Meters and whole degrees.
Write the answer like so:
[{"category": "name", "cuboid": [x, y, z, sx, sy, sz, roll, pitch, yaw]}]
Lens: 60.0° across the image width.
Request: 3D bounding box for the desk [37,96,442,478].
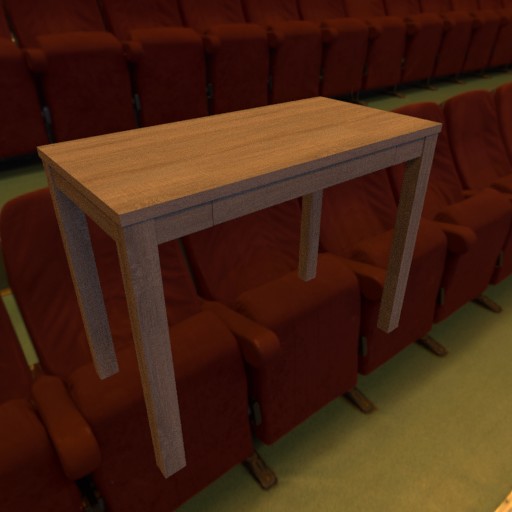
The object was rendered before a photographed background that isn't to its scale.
[{"category": "desk", "cuboid": [0.000, 0.000, 1.387, 0.991, 0.762, 0.495, -22, 37, -32]}]
